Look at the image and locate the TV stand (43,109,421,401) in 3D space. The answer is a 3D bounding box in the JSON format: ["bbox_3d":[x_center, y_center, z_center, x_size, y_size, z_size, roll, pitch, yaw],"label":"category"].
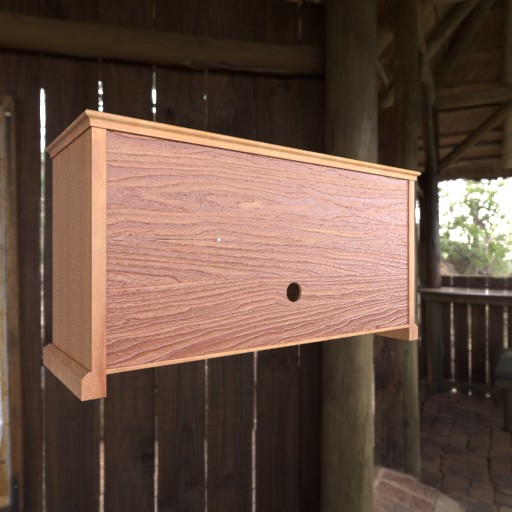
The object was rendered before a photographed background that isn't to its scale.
[{"bbox_3d":[0.000,0.000,1.429,1.181,0.607,0.417,0,0,-36],"label":"TV stand"}]
